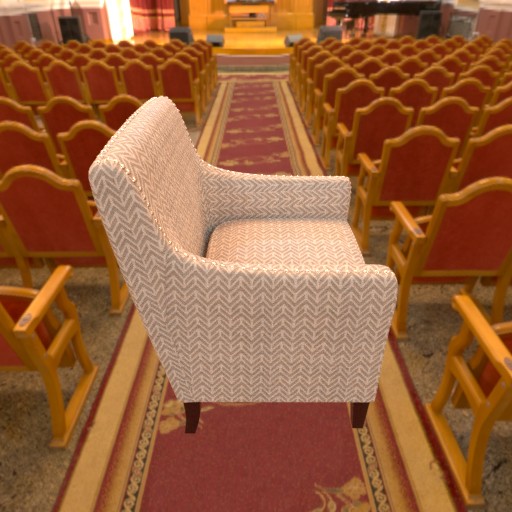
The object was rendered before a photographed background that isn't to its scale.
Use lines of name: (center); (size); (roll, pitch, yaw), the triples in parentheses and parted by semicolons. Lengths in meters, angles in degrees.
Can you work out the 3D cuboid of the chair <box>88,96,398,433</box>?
chair: (0.000, 0.000, 1.304); (0.651, 0.816, 0.623); (0, 31, 0)
